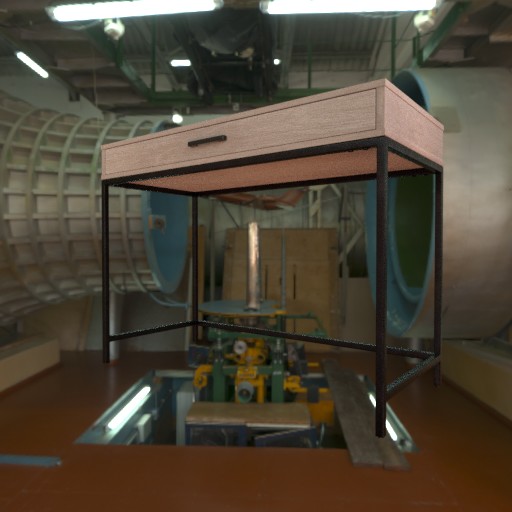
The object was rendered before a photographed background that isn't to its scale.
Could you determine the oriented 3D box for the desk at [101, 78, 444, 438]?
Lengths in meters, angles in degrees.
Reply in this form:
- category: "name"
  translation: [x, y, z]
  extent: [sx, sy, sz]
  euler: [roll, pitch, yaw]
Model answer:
- category: "desk"
  translation: [0.000, 0.000, 1.417]
  extent: [1.016, 0.762, 0.470]
  euler: [1, 1, 37]
